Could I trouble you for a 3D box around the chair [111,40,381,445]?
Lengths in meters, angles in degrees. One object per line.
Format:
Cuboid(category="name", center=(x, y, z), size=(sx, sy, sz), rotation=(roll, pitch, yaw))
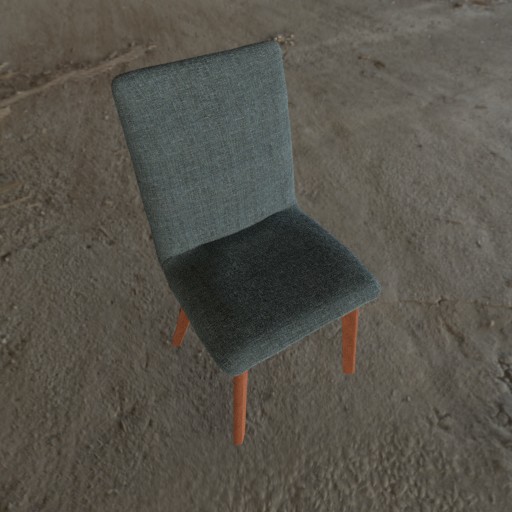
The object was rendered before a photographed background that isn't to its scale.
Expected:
Cuboid(category="chair", center=(0.000, 0.000, 1.280), size=(0.522, 0.974, 0.563), rotation=(-24, 51, -22))
